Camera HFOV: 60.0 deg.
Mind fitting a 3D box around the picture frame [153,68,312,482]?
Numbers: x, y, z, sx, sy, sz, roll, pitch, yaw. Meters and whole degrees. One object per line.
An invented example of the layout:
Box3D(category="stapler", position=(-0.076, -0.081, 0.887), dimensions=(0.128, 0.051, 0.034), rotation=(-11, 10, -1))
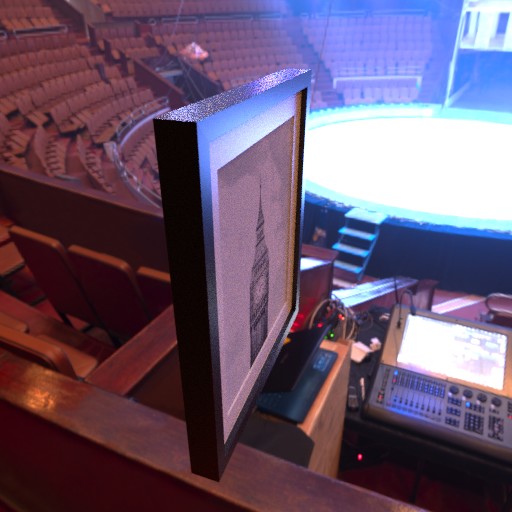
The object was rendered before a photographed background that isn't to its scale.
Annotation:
Box3D(category="picture frame", position=(0.000, 0.000, 0.525), dimensions=(0.034, 0.378, 0.328), rotation=(10, 30, 17))
